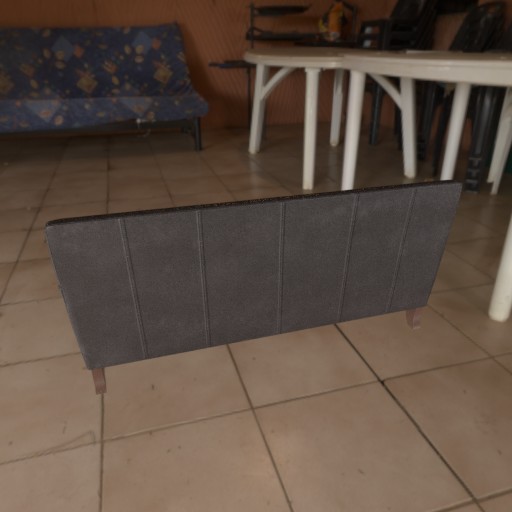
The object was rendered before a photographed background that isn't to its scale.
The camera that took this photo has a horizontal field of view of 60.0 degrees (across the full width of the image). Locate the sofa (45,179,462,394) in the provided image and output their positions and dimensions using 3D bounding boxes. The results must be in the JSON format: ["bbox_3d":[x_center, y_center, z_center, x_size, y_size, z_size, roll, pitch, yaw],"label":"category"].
[{"bbox_3d":[0.000,0.000,2.591,2.053,0.947,0.805,-8,27,-16],"label":"sofa"}]
